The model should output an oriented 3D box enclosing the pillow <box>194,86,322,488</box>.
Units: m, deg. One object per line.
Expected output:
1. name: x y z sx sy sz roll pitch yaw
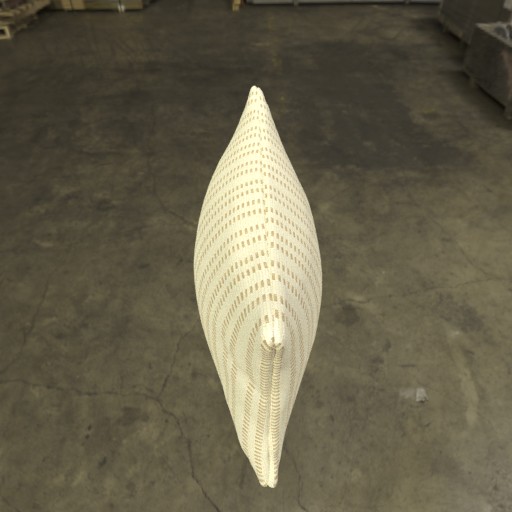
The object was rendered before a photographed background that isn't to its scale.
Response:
1. pillow: 0.000 0.000 0.769 0.210 0.353 0.640 -1 42 -1
